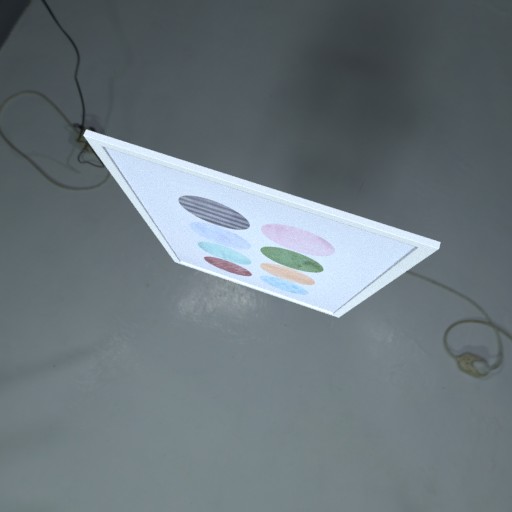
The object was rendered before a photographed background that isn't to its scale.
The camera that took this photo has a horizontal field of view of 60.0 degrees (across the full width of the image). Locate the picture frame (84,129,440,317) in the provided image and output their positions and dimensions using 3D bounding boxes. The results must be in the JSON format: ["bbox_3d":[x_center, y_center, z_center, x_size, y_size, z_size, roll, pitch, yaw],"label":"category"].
[{"bbox_3d":[0.000,0.000,1.233,0.659,0.940,0.013,18,76,5],"label":"picture frame"}]
